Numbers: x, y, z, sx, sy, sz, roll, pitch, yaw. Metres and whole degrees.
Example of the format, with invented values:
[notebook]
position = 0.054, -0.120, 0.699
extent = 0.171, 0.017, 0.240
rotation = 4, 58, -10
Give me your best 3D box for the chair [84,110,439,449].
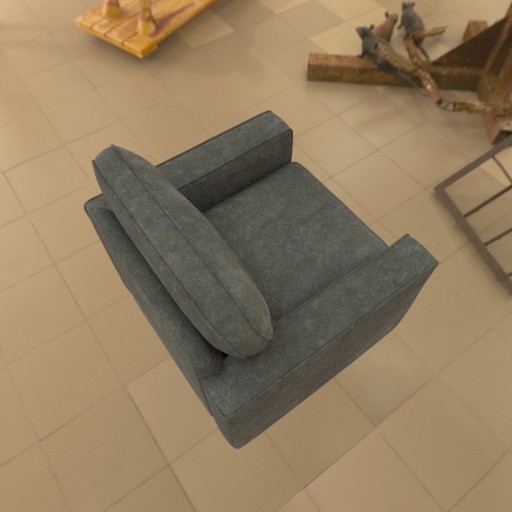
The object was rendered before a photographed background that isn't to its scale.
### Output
[chair]
position = 0.000, 0.000, 1.773
extent = 0.939, 0.965, 1.015
rotation = -32, 63, -18
